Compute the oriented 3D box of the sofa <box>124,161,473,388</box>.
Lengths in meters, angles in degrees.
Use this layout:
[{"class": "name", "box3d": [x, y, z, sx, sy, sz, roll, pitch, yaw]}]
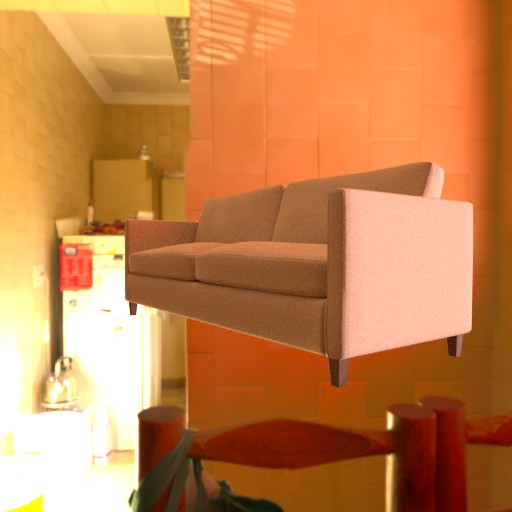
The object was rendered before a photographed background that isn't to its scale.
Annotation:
[{"class": "sofa", "box3d": [0.000, 0.000, 2.836, 0.951, 0.962, 2.361, -1, 1, -36]}]
